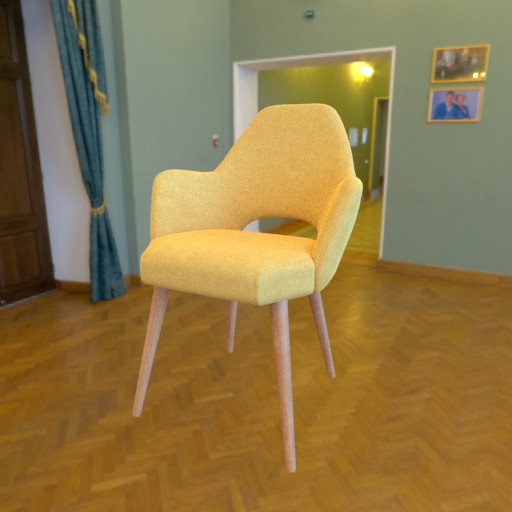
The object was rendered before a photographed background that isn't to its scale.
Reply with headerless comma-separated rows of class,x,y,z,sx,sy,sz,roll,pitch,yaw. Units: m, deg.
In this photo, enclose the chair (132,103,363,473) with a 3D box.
chair,0.000,0.000,1.241,0.590,0.840,0.610,8,17,26
